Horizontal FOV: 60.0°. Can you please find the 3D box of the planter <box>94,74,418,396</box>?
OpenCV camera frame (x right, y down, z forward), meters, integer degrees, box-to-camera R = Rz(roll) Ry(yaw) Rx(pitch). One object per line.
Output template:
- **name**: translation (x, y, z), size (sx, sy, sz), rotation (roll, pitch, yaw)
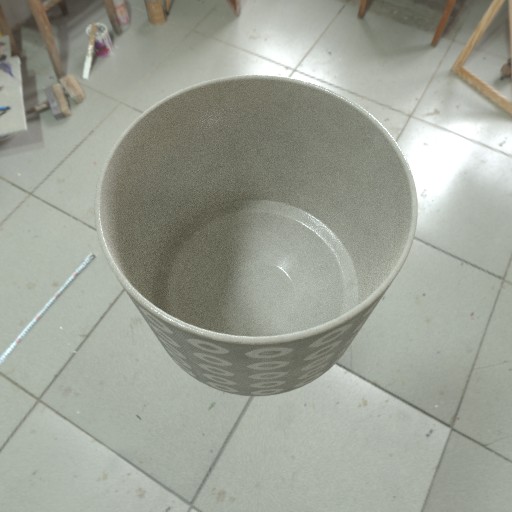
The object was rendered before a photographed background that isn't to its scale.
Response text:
- **planter**: translation (0.000, 0.000, 0.452), size (0.250, 0.239, 0.250), rotation (0, 63, 0)
